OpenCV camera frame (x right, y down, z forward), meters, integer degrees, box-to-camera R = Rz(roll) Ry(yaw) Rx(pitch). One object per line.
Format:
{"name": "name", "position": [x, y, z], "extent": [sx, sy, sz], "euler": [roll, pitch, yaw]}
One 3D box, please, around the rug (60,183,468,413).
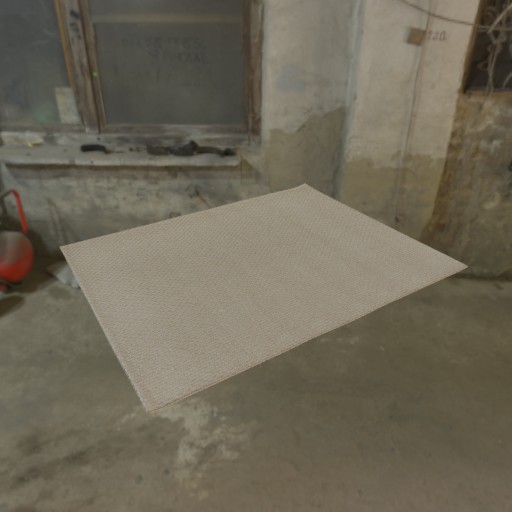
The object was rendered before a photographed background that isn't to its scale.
{"name": "rug", "position": [0.000, 0.000, 3.968], "extent": [2.897, 0.035, 2.277], "euler": [-18, 35, -28]}
